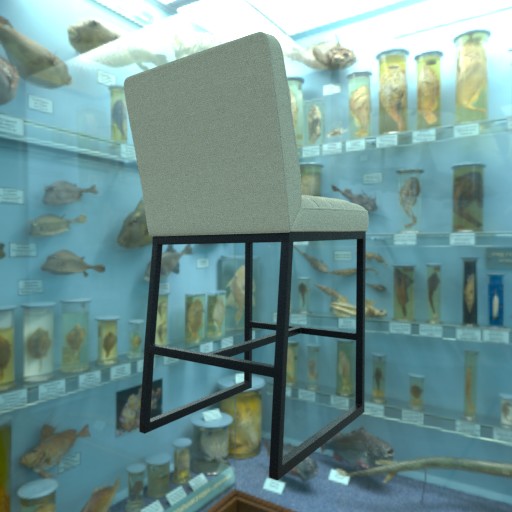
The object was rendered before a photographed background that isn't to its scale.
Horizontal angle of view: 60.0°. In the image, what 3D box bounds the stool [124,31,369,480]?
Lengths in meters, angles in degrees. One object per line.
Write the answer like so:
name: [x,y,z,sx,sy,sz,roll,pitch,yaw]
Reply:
stool: [0.000,0.000,1.243,0.460,0.940,0.560,0,1,35]
